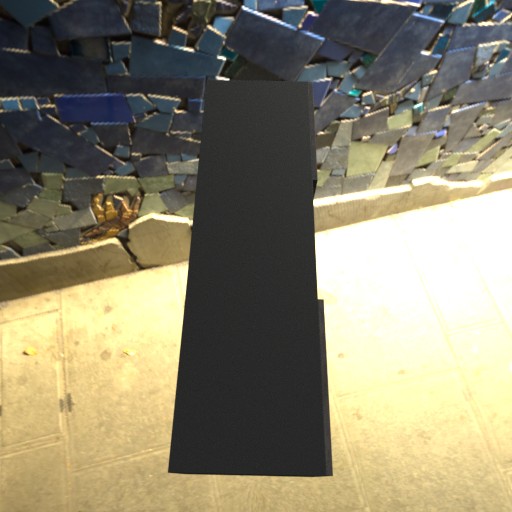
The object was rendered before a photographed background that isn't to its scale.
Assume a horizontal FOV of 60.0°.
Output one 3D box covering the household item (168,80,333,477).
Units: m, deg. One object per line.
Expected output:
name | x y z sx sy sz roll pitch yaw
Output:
household item | 0.000 0.000 1.578 0.420 0.310 1.400 1 63 1
